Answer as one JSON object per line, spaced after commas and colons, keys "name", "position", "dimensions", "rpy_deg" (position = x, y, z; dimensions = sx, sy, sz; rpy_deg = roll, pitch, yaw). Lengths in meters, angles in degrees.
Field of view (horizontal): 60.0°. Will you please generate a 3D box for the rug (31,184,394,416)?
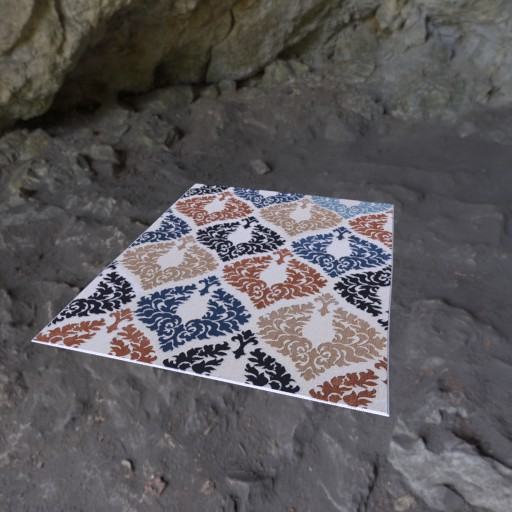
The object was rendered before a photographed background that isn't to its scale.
{"name": "rug", "position": [0.000, 0.000, 4.062], "dimensions": [2.423, 0.014, 3.040], "rpy_deg": [8, 32, 13]}
